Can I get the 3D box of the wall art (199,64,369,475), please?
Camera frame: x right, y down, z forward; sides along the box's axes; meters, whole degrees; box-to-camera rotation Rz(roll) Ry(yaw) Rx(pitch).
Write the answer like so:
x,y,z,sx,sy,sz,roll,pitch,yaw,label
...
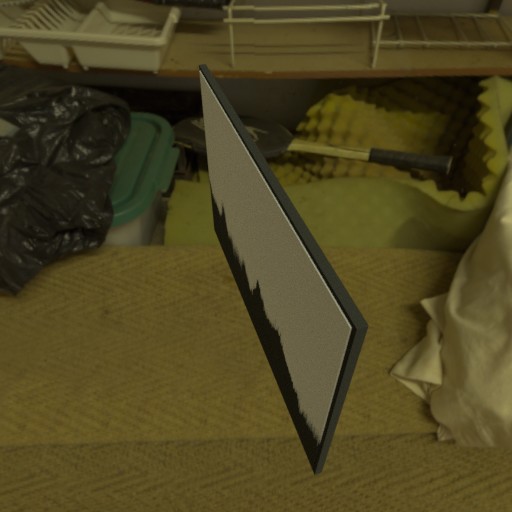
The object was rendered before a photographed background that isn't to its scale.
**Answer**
x,y,z,sx,sy,sz,roll,pitch,yaw,label
0.000,0.000,1.488,0.028,0.805,1.190,-14,48,-13,wall art
